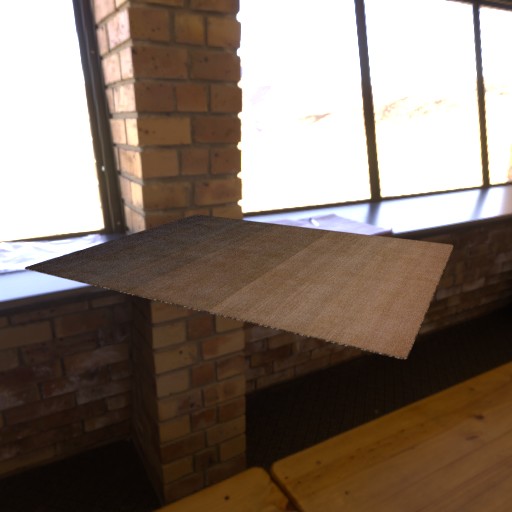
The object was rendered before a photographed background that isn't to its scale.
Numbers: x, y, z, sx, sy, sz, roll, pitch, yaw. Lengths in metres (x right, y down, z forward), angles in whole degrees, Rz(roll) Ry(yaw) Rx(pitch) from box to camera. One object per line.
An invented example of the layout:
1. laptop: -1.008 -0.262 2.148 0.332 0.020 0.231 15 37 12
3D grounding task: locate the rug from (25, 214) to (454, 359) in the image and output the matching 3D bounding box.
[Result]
1. rug: 0.000 0.000 3.770 2.902 0.017 2.305 9 19 27
